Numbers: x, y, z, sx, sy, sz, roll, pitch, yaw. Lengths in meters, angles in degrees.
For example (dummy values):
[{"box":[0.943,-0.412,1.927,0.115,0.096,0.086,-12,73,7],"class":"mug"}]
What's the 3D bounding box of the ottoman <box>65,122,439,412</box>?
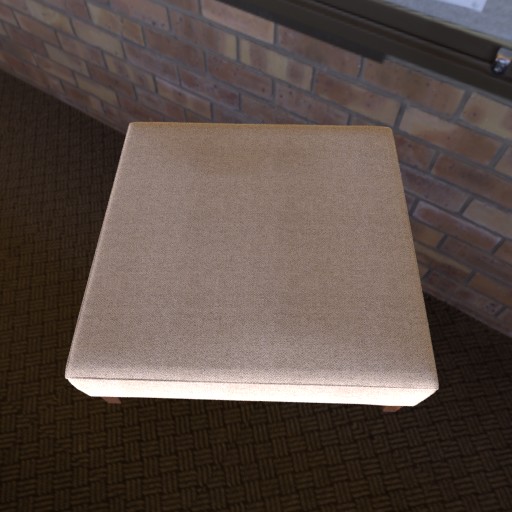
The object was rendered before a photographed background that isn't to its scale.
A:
[{"box":[0.000,0.000,1.517,0.982,0.381,0.973,1,59,1],"class":"ottoman"}]
